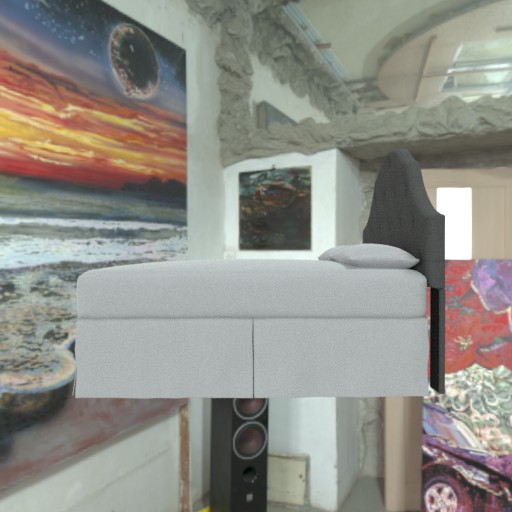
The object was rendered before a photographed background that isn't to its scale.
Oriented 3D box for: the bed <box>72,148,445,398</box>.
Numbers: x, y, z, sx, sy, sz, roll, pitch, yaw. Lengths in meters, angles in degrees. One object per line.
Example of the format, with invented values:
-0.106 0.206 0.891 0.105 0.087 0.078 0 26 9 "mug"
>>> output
0.000 0.000 3.287 2.155 1.575 1.636 0 1 -1 "bed"
